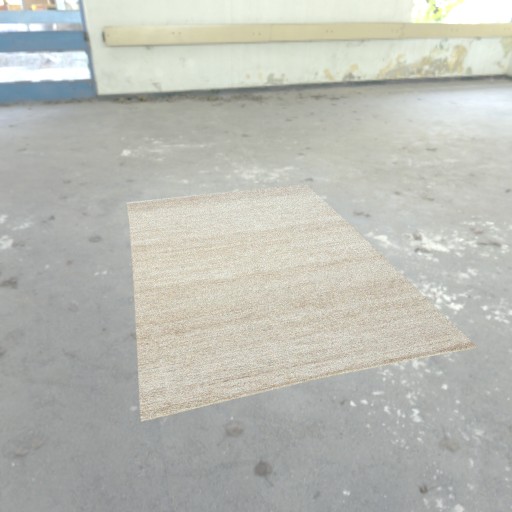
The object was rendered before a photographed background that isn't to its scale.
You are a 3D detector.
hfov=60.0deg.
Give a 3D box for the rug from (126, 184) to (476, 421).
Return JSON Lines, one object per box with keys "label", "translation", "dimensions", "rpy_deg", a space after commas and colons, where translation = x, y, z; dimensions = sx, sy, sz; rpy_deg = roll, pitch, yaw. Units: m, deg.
{"label": "rug", "translation": [0.000, 0.000, 2.902], "dimensions": [1.596, 0.030, 2.283], "rpy_deg": [-8, 31, -13]}
